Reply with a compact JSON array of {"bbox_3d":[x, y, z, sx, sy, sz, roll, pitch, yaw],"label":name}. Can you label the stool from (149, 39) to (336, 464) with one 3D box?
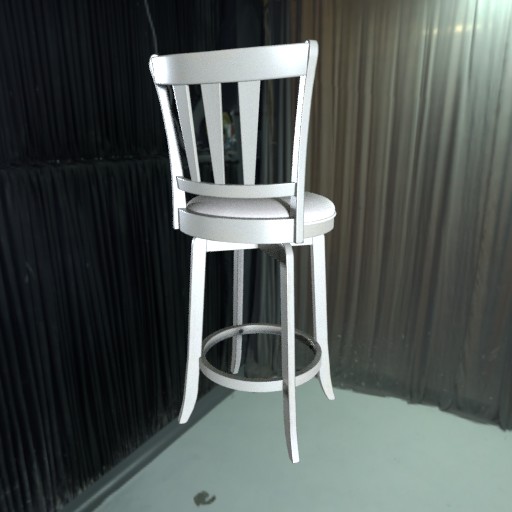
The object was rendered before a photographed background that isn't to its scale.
[{"bbox_3d":[0.000,0.000,1.262,0.436,1.042,0.475,8,18,26],"label":"stool"}]
